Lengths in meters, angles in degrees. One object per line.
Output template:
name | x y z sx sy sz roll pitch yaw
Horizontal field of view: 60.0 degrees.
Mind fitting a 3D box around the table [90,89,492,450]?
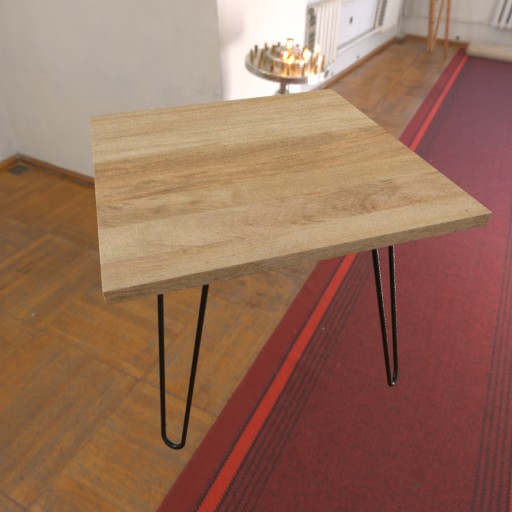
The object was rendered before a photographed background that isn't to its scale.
table | 0.000 0.000 1.011 0.599 0.500 0.599 -11 41 -13
